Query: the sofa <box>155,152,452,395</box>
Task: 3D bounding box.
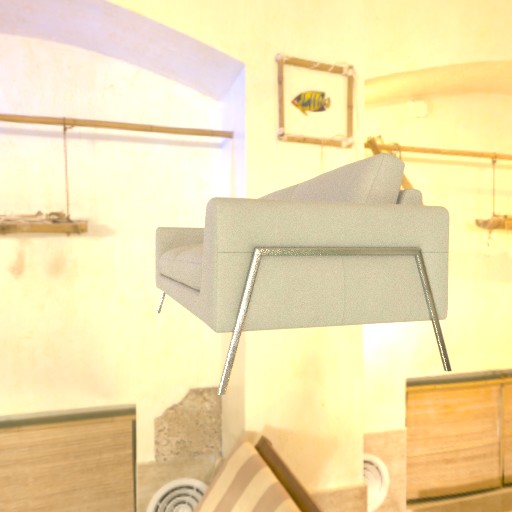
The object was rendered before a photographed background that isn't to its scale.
[{"bbox_3d":[0.000,0.000,2.517,0.953,0.875,2.017,0,0,-18],"label":"sofa"}]
